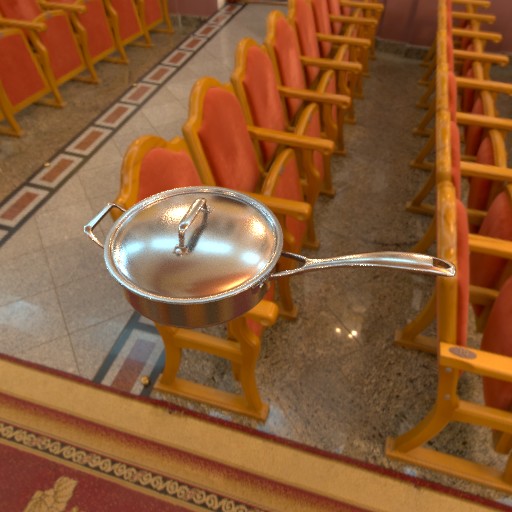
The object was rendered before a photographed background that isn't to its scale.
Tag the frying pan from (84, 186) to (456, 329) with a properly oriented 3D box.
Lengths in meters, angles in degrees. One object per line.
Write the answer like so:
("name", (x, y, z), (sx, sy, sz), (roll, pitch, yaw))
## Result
("frying pan", (0.000, 0.000, 0.604), (0.492, 0.111, 0.245), (12, 44, 12))
